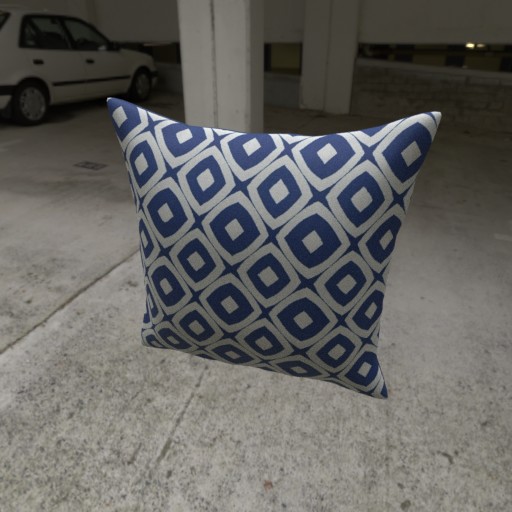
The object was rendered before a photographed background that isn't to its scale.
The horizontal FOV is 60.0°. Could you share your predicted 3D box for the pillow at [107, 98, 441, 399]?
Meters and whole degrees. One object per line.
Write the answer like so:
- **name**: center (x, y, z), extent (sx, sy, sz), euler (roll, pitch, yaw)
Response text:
- **pillow**: center (0.000, 0.000, 0.751), extent (0.504, 0.494, 0.188), euler (8, 28, 16)
